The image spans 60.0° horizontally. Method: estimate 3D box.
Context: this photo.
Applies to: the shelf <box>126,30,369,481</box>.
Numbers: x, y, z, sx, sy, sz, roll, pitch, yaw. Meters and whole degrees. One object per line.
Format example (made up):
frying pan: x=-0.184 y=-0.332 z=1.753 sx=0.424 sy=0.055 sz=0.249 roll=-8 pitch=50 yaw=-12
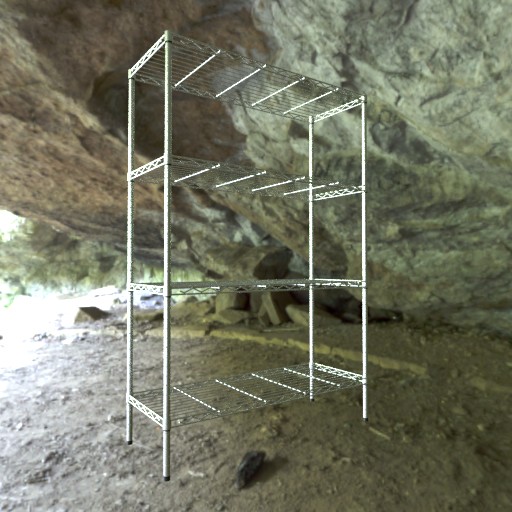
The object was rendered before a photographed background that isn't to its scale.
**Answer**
shelf: x=0.000 y=0.000 z=1.731 sx=0.907 sy=1.360 sz=0.352 roll=1 pitch=-1 yaw=-35
